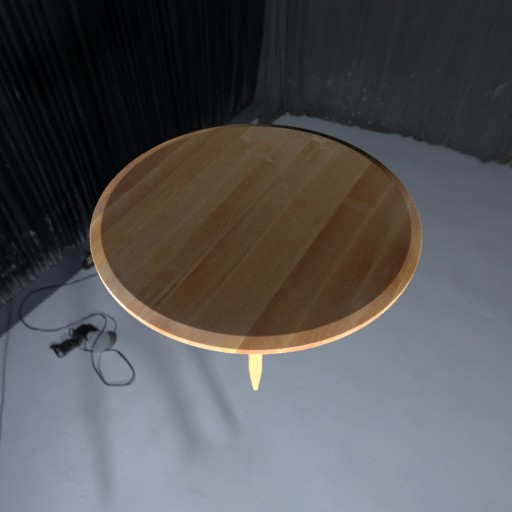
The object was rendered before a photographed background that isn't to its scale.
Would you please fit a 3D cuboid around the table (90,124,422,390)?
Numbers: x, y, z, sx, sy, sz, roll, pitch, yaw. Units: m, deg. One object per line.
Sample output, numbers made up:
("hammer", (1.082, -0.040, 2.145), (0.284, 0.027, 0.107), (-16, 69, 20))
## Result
("table", (0.000, 0.000, 1.380), (0.900, 0.400, 0.900), (0, 47, 0))
